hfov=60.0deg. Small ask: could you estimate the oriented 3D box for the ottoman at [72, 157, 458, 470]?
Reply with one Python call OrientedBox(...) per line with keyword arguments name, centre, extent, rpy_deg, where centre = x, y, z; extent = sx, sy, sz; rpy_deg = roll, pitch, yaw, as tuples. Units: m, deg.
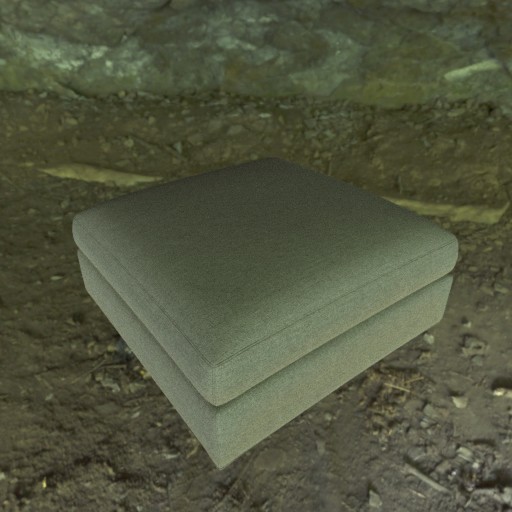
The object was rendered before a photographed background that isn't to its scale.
OrientedBox(name="ottoman", centre=(0.000, 0.000, 1.657), extent=(1.041, 0.470, 1.041), rpy_deg=(-21, 37, -31))
